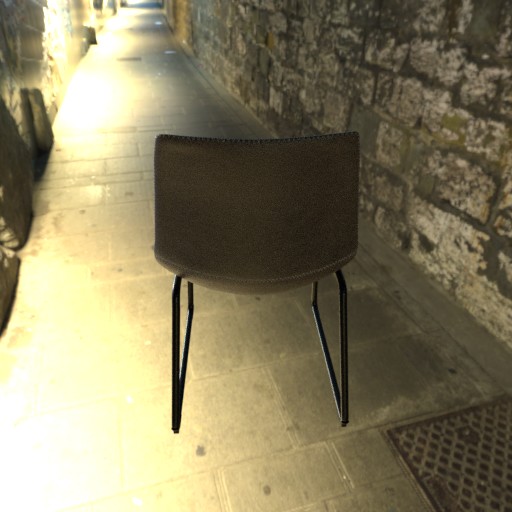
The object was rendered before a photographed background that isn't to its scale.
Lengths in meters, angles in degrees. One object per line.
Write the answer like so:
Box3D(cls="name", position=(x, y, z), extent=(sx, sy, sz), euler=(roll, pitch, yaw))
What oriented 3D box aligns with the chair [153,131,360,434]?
Box3D(cls="chair", position=(0.000, 0.000, 1.136), extent=(0.460, 0.780, 0.550), euler=(-1, 32, -2))
